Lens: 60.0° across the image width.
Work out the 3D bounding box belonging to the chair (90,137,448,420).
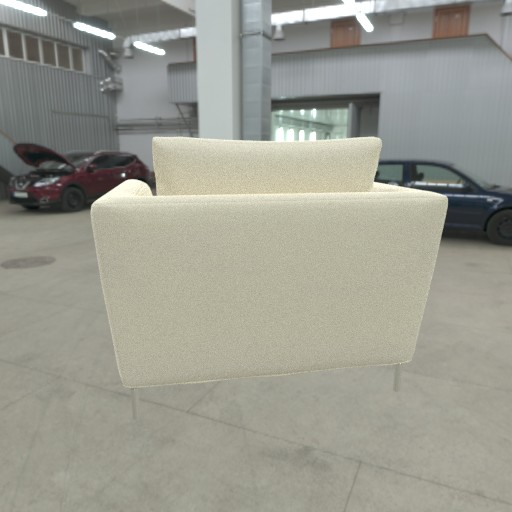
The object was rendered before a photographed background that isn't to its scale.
[{"bbox_3d":[0.000,0.000,1.688,1.041,0.865,0.889,-2,13,-10],"label":"chair"}]
